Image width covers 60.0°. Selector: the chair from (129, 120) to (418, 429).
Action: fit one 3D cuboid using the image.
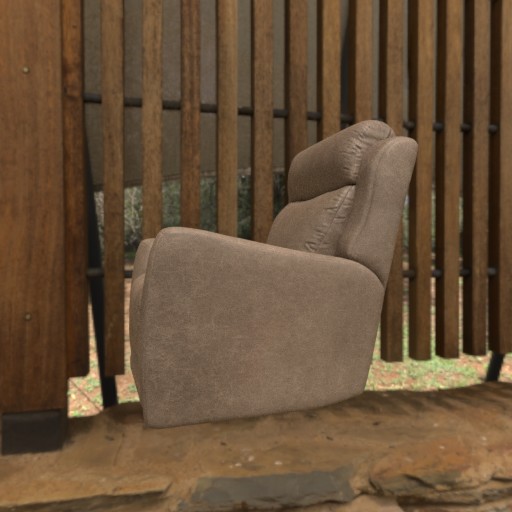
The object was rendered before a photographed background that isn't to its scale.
[{"bbox_3d":[0.000,0.000,1.961,1.068,1.116,0.967,0,0,-18],"label":"chair"}]
